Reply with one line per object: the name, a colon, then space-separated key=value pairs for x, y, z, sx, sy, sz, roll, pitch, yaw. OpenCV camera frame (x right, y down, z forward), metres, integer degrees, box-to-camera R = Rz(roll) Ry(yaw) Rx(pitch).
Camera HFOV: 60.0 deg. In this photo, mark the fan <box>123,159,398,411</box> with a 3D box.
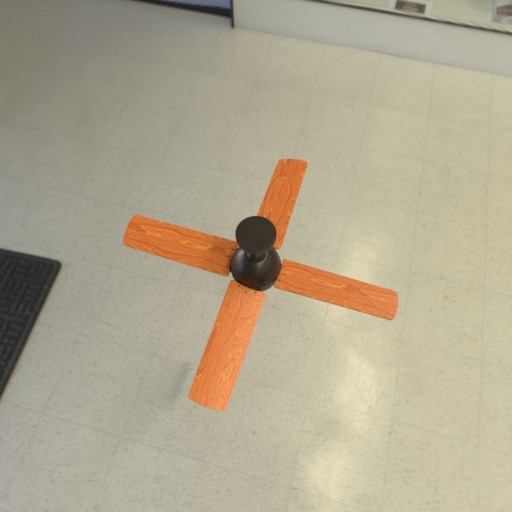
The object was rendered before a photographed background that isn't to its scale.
fan: x=0.000 y=0.000 z=1.992 sx=1.332 sy=0.403 sz=1.332 roll=16 pitch=64 yaw=8
